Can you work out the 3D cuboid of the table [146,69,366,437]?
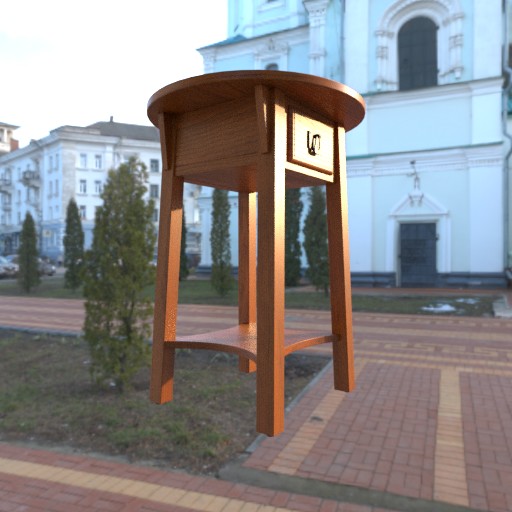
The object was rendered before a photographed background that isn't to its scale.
[{"bbox_3d":[0.000,0.000,0.952,0.457,0.610,0.457,0,0,0],"label":"table"}]
